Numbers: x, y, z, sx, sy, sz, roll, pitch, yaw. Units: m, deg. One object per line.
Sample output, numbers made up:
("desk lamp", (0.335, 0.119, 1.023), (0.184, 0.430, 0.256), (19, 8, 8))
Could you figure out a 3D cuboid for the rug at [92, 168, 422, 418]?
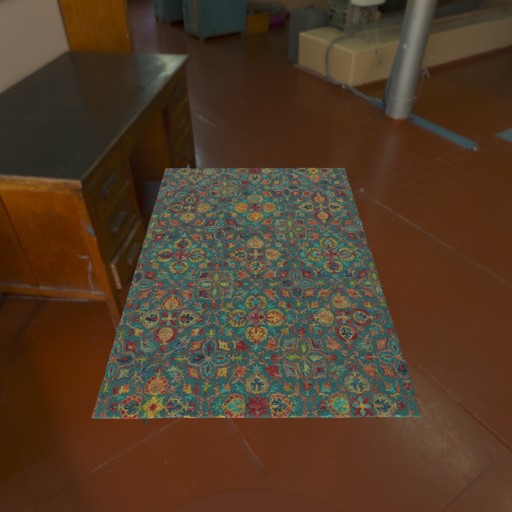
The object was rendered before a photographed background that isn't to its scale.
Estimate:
("rug", (0.000, 0.000, 2.912), (1.527, 0.016, 2.290), (0, 41, 0))
